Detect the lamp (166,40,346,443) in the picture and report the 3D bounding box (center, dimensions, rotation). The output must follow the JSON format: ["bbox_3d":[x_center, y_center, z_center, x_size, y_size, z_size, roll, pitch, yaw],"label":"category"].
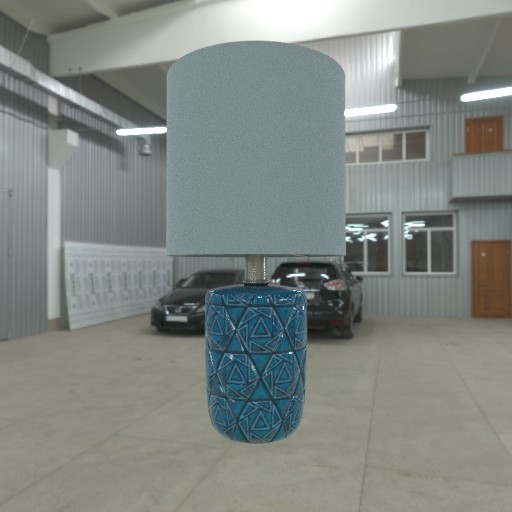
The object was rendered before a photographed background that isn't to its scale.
[{"bbox_3d":[0.000,0.000,0.484,0.193,0.377,0.193,0,-1,-18],"label":"lamp"}]
